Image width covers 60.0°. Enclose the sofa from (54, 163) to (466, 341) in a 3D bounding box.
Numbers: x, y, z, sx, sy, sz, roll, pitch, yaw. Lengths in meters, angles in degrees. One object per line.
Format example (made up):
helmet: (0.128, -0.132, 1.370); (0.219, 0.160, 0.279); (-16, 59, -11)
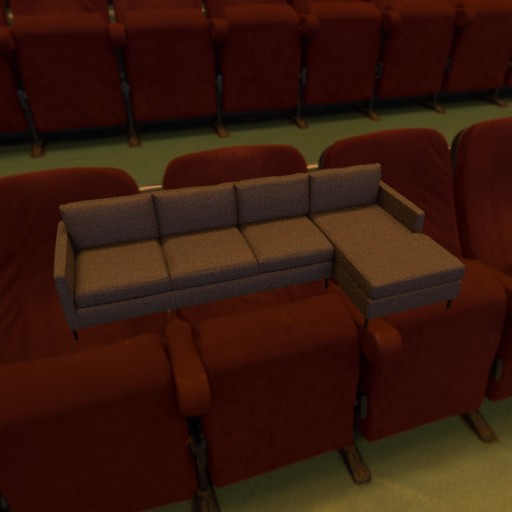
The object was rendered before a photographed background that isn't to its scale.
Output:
sofa: (0.000, 0.000, 3.814); (3.221, 0.892, 1.483); (-10, 35, -15)
